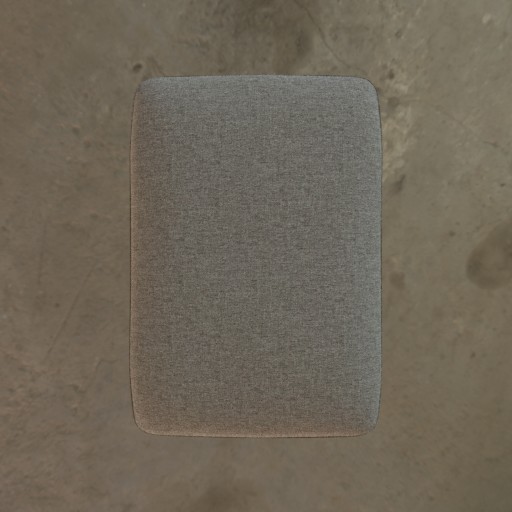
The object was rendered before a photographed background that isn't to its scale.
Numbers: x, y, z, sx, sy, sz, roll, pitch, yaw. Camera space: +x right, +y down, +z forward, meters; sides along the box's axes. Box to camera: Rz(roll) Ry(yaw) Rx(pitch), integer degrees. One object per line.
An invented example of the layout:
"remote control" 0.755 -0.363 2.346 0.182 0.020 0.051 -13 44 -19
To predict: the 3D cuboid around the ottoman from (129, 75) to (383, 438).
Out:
"ottoman" 0.000 0.000 1.328 0.694 0.451 0.977 0 89 0
